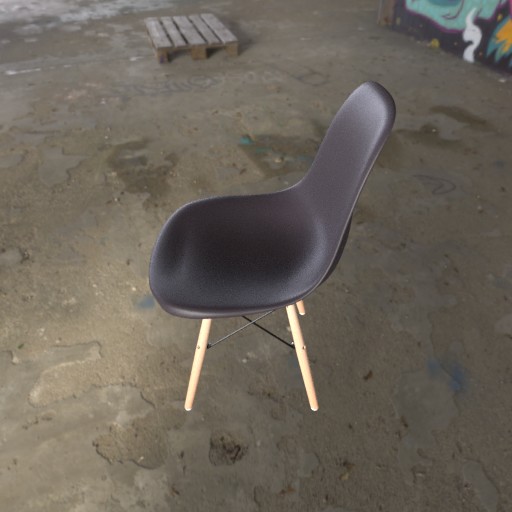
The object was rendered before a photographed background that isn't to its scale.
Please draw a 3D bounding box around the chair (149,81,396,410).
[{"bbox_3d":[0.000,0.000,1.136,0.533,0.825,0.470,0,40,-1],"label":"chair"}]
